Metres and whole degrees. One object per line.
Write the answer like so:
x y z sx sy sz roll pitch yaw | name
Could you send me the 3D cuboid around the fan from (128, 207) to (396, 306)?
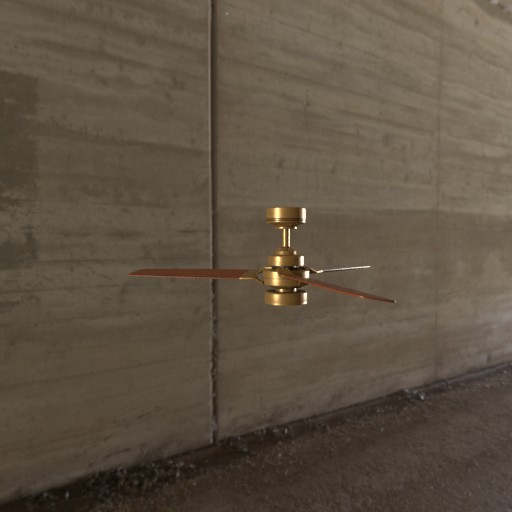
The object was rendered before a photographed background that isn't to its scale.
0.000 0.000 2.040 1.271 0.425 1.416 1 2 19 | fan
